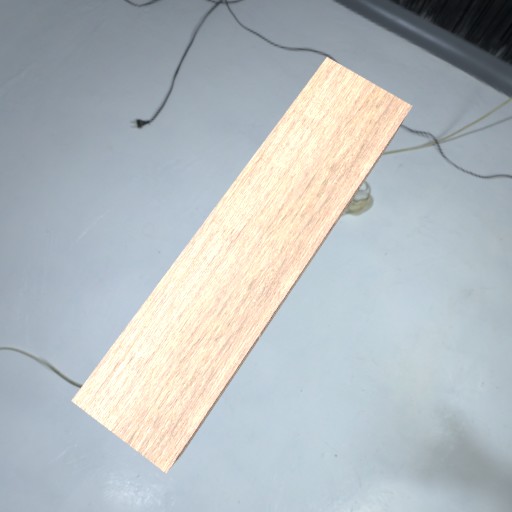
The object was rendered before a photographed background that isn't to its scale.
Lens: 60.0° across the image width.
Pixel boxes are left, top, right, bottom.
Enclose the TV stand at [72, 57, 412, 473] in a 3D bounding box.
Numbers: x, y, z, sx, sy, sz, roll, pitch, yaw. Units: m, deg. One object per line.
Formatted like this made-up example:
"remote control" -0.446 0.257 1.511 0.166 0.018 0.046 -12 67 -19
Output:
"TV stand" 0.000 0.000 1.684 0.366 0.409 1.482 33 79 8
